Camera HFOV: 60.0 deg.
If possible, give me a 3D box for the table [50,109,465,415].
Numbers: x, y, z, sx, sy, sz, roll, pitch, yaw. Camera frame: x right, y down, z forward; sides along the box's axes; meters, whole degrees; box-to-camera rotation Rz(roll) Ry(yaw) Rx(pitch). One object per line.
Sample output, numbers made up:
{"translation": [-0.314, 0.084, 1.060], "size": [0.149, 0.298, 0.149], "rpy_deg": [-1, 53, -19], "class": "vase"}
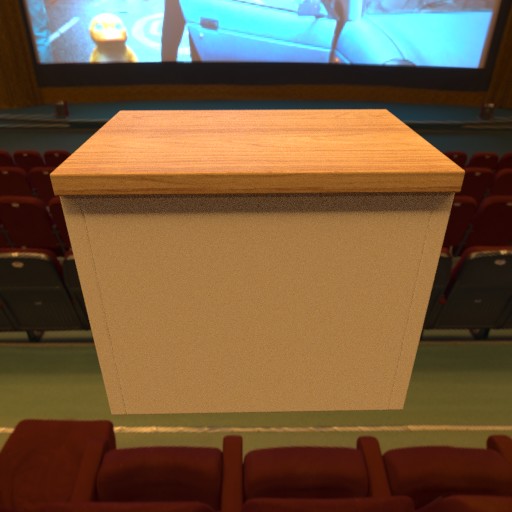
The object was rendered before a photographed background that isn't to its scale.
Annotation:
{"translation": [0.000, 0.000, 0.796], "size": [0.500, 0.440, 0.360], "rpy_deg": [-1, 30, -1], "class": "table"}
